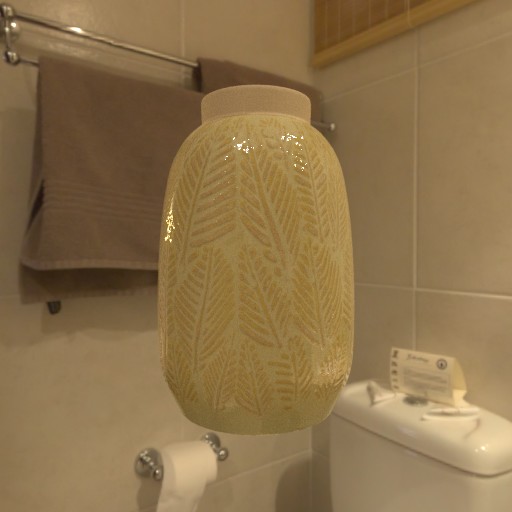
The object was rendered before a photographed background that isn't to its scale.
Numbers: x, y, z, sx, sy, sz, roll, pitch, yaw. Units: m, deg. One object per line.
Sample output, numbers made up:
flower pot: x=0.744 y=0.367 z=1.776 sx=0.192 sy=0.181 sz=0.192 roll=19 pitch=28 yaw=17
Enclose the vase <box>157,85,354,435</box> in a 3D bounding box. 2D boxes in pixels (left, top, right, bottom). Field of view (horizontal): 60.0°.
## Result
vase: x=0.000 y=0.000 z=0.396 sx=0.172 sy=0.270 sz=0.172 roll=0 pitch=1 yaw=0
